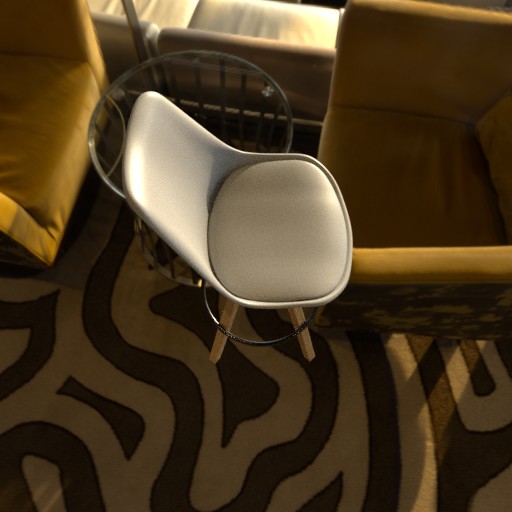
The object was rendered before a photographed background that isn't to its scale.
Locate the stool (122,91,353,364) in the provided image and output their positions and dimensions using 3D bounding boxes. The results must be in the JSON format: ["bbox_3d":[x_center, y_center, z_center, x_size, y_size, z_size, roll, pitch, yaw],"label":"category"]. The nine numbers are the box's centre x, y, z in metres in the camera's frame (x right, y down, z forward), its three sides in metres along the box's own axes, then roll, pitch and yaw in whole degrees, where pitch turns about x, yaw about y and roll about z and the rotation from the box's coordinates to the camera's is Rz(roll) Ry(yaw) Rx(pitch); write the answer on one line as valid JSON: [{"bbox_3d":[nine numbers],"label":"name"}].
[{"bbox_3d":[0.000,0.000,1.407,0.550,1.115,0.485,-1,65,-1],"label":"stool"}]
